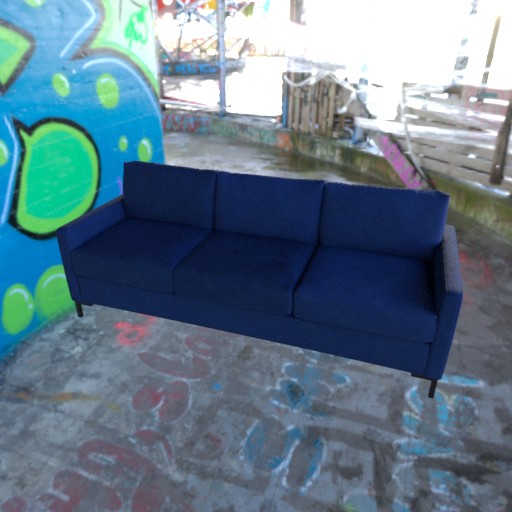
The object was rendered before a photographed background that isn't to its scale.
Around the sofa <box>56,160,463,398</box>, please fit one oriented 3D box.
[{"bbox_3d":[0.000,0.000,2.699,2.252,0.879,0.875,9,28,17],"label":"sofa"}]
